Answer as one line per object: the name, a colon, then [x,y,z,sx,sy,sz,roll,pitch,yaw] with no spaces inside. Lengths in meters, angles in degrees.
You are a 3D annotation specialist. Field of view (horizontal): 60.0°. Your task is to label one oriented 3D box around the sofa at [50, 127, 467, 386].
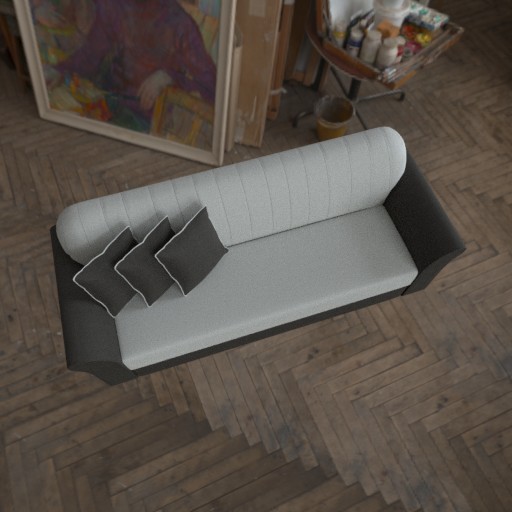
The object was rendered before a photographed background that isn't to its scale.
sofa: [0.000,0.000,2.435,2.001,0.787,0.755,-16,64,-8]
